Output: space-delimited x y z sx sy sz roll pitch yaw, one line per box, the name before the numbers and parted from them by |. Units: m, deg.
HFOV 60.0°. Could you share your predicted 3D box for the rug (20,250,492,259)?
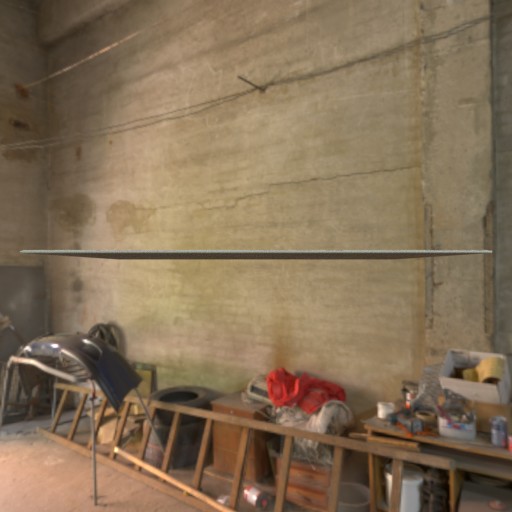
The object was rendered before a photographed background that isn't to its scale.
rug | 0.000 0.000 2.328 1.839 0.012 1.219 0 -2 0
